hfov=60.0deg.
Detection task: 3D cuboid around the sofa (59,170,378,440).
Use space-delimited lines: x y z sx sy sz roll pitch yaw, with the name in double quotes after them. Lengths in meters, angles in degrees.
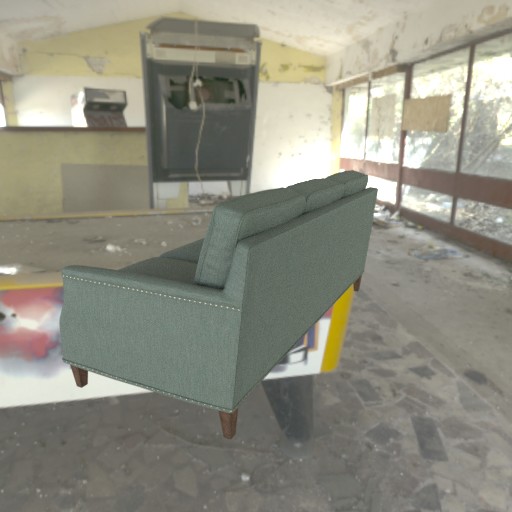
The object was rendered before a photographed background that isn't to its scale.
0.000 0.000 2.867 1.084 1.003 2.246 8 17 26 "sofa"
